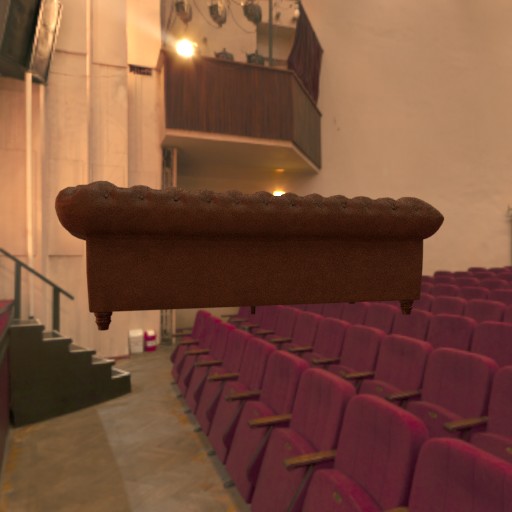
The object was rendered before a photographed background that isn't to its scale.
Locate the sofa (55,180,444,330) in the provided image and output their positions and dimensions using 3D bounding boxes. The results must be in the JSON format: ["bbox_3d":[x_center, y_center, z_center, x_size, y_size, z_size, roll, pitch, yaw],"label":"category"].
[{"bbox_3d":[0.000,0.000,2.925,2.385,0.783,0.944,0,0,-19],"label":"sofa"}]
